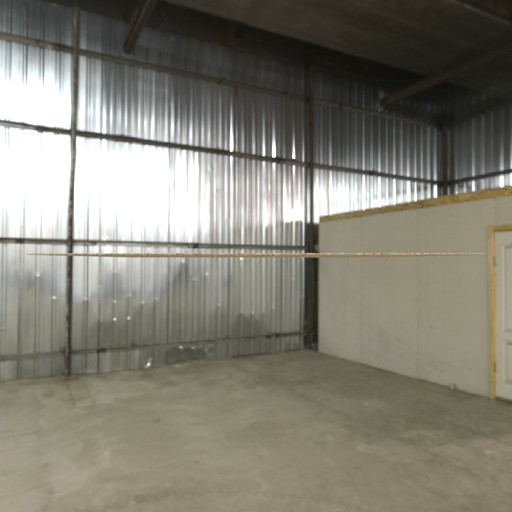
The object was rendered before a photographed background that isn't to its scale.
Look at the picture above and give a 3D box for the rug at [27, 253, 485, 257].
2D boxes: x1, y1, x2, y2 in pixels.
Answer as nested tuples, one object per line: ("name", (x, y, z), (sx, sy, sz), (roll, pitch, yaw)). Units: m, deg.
("rug", (0.000, 0.000, 3.957), (2.939, 0.009, 2.313), (0, -1, 1))
